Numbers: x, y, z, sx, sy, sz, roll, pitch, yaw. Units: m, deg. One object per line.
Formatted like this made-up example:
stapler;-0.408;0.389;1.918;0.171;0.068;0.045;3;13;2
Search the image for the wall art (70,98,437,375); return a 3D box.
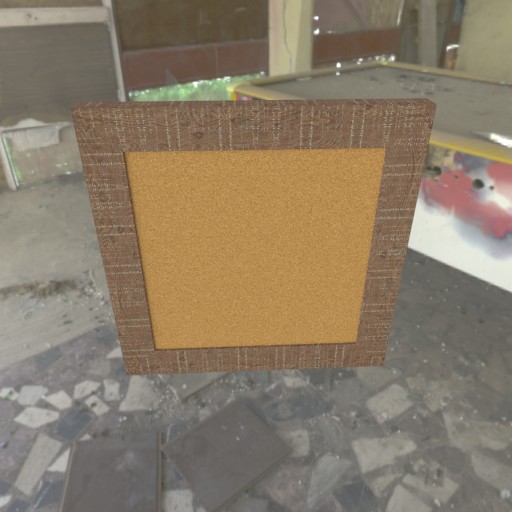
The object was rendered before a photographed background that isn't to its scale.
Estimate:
wall art;0.000;0.000;0.795;0.531;0.531;0.040;-1;31;-2
